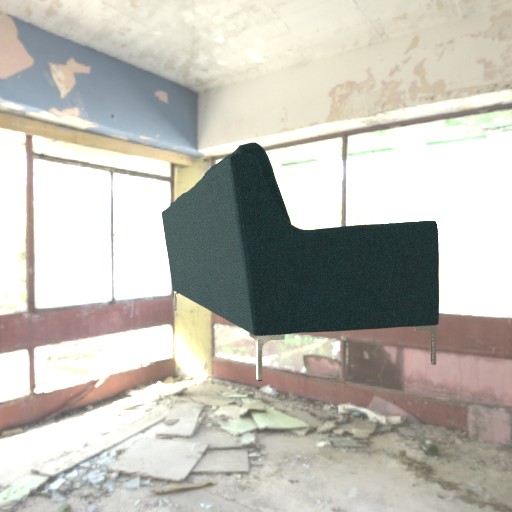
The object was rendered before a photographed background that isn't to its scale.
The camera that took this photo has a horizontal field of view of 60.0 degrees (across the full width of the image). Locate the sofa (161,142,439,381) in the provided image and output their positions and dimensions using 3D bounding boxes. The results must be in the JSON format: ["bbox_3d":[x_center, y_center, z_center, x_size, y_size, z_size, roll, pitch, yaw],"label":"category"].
[{"bbox_3d":[0.000,0.000,2.543,0.849,0.837,2.060,0,0,-18],"label":"sofa"}]
